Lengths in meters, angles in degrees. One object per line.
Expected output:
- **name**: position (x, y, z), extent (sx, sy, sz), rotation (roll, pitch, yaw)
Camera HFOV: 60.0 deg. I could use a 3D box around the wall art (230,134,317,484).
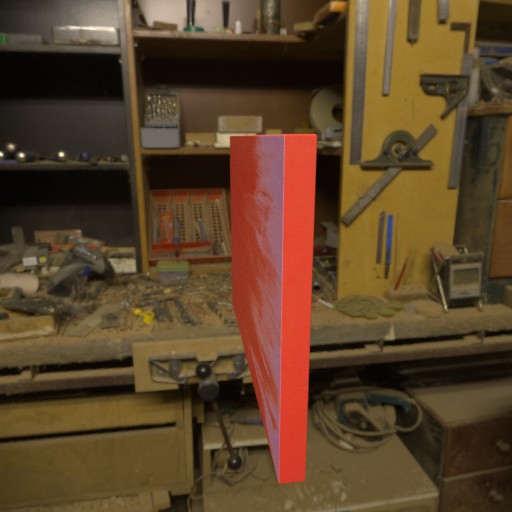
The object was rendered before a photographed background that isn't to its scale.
- **wall art**: position (0.000, 0.000, 0.771), extent (0.033, 0.405, 0.607), rotation (-2, 15, -8)
